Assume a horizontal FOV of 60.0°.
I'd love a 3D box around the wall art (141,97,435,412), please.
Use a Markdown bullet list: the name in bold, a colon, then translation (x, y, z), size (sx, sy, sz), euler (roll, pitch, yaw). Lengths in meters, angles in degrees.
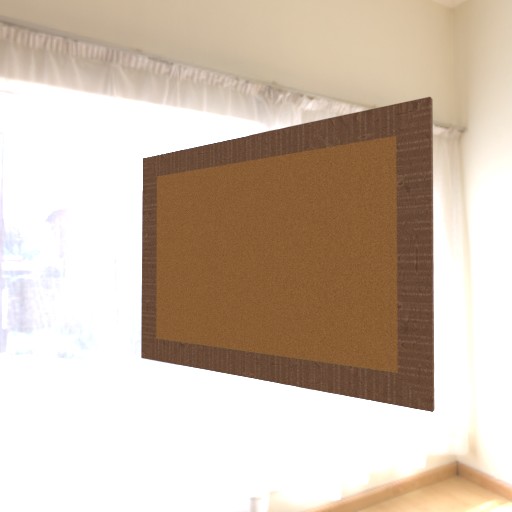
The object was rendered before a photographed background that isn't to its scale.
- **wall art**: translation (0.000, 0.000, 1.382), size (1.056, 0.761, 0.020), euler (-1, -1, 36)
